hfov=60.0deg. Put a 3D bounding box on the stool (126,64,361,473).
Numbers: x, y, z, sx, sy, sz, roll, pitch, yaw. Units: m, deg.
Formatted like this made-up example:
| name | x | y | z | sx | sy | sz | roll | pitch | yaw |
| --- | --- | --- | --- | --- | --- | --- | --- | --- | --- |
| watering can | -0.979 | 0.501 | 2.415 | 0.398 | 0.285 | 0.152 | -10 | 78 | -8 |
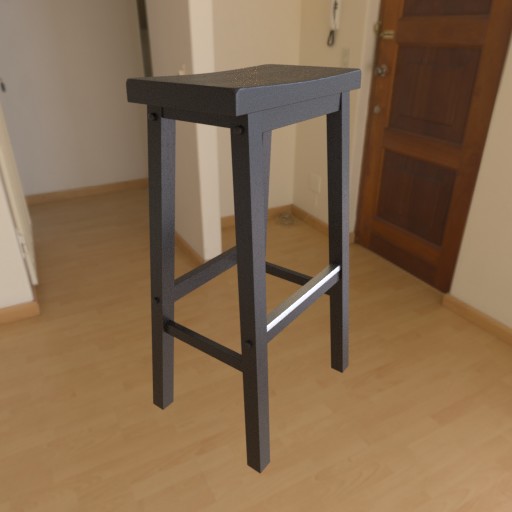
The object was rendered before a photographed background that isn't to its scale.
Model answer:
| name | x | y | z | sx | sy | sz | roll | pitch | yaw |
| --- | --- | --- | --- | --- | --- | --- | --- | --- | --- |
| stool | 0.000 | 0.000 | 0.969 | 0.322 | 0.742 | 0.406 | 19 | 33 | 32 |
